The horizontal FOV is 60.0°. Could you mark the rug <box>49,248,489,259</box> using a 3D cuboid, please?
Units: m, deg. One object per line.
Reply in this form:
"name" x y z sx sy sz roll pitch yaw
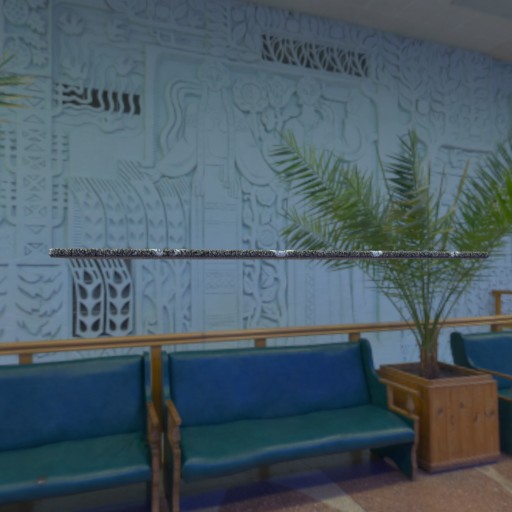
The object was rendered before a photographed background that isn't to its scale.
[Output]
"rug" 0.000 0.000 2.258 1.778 0.030 1.219 0 -1 -18
